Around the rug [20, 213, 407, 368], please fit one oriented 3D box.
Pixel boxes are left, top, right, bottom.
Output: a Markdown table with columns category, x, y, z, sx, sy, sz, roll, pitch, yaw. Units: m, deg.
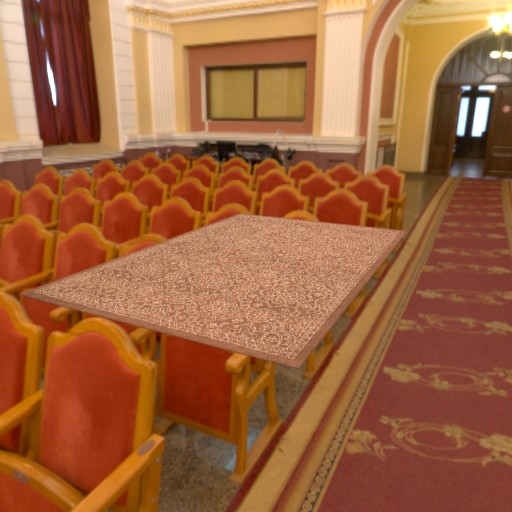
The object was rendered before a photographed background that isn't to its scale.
| category | x | y | z | sx | sy | sz | roll | pitch | yaw |
| --- | --- | --- | --- | --- | --- | --- | --- | --- | --- |
| rug | 0.000 | 0.000 | 2.882 | 1.524 | 0.011 | 2.286 | 9 | 19 | 26 |
